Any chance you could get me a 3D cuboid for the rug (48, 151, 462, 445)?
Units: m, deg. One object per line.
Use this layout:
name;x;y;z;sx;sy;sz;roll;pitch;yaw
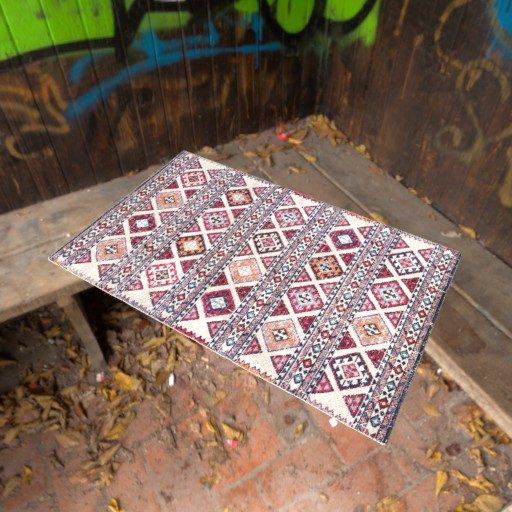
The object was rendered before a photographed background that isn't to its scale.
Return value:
rug;0.000;0.000;3.068;2.440;0.010;1.545;24;51;21
